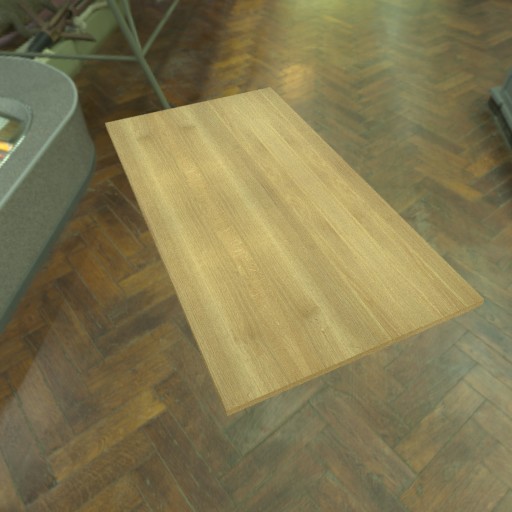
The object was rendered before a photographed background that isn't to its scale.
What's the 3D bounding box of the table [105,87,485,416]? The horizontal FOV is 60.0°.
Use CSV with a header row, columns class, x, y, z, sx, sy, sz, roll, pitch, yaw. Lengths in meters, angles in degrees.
class,x,y,z,sx,sy,sz,roll,pitch,yaw
table,0.000,0.000,2.078,0.900,0.750,1.600,-18,50,-16
